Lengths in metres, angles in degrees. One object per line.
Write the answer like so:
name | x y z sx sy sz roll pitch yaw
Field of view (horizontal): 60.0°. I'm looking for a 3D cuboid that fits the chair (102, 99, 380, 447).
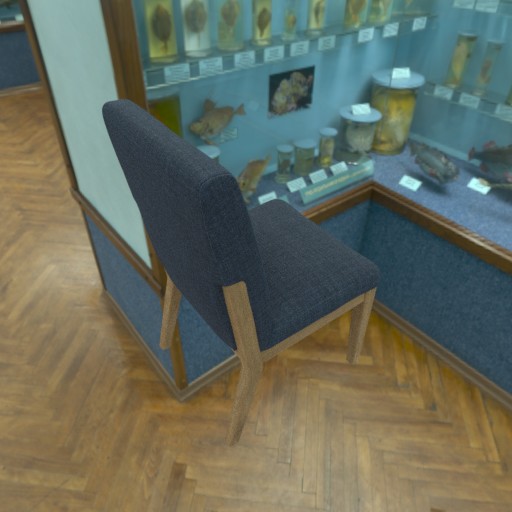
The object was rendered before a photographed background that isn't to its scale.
chair | 0.000 0.000 1.310 0.586 0.911 0.507 -24 45 -27
